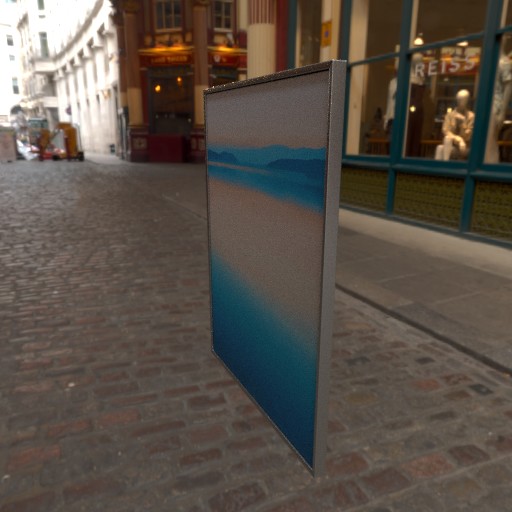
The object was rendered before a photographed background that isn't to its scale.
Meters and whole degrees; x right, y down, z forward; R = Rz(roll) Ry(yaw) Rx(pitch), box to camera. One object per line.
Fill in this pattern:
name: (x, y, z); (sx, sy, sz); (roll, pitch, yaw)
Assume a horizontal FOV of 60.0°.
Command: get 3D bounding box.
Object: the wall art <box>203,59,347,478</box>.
wall art: (0.000, 0.000, 1.423); (0.037, 1.062, 0.801); (-8, 18, -25)
